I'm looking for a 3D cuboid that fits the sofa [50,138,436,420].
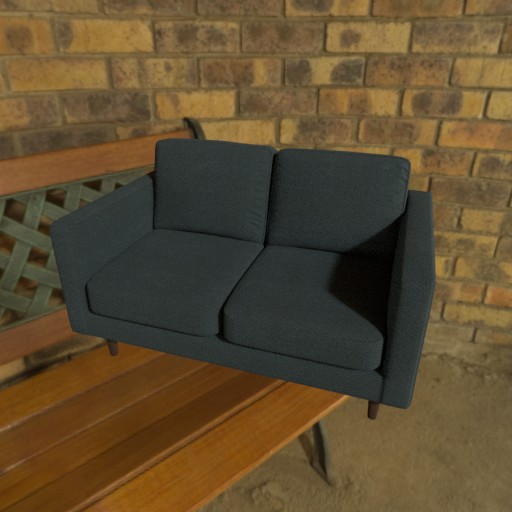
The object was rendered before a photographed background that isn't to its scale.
[{"bbox_3d":[0.000,0.000,2.111,1.518,0.930,0.999,9,28,17],"label":"sofa"}]
